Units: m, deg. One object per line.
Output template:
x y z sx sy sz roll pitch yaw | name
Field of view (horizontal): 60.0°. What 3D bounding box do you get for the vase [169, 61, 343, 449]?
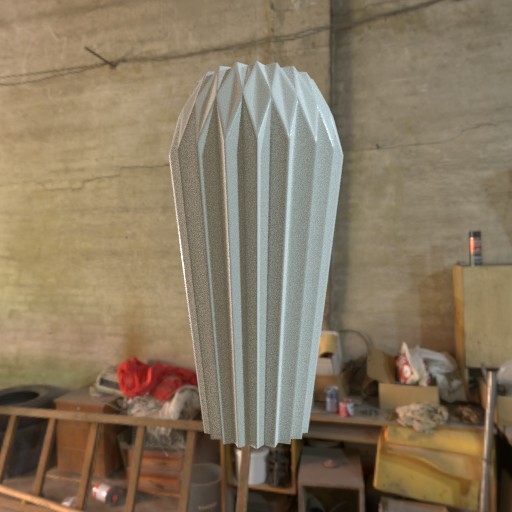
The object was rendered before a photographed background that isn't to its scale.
0.000 0.000 0.342 0.133 0.263 0.133 0 0 0 | vase
